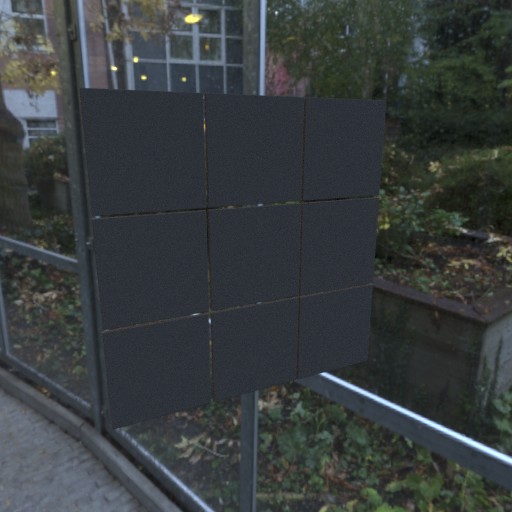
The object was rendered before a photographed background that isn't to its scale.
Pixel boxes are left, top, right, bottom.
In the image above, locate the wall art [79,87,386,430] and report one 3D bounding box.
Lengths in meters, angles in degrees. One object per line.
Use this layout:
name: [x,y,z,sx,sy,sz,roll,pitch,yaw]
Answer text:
wall art: [0.000,0.000,1.777,1.216,1.216,0.013,-7,17,-25]
